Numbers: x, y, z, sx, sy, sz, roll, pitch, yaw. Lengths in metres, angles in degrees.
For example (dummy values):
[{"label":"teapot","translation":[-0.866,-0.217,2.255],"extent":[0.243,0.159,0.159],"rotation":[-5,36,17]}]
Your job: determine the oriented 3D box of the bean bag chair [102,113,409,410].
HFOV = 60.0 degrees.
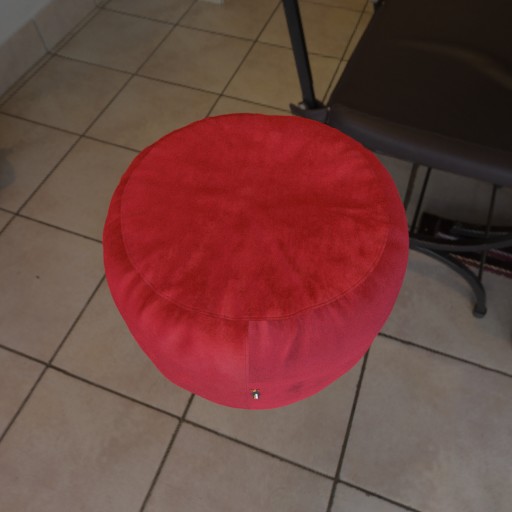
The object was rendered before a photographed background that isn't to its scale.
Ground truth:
[{"label":"bean bag chair","translation":[0.000,0.000,1.932],"extent":[1.219,0.762,1.219],"rotation":[0,57,0]}]
